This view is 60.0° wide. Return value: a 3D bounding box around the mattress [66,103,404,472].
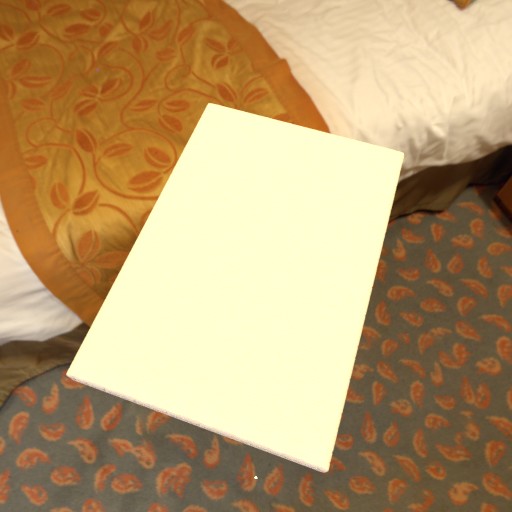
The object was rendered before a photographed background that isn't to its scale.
[{"bbox_3d":[0.000,0.000,2.660,1.400,0.200,2.000,17,65,8],"label":"mattress"}]
